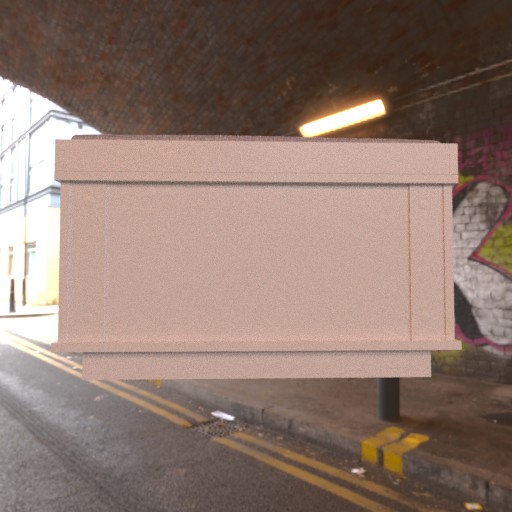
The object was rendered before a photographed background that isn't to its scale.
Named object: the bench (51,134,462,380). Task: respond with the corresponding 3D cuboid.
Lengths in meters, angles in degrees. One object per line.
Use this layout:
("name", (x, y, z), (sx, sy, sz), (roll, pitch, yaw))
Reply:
("bench", (0.000, 0.000, 0.979), (0.734, 0.461, 0.362), (0, -2, -2))
